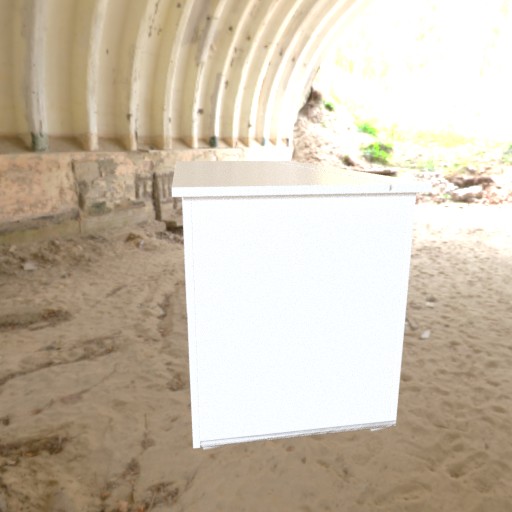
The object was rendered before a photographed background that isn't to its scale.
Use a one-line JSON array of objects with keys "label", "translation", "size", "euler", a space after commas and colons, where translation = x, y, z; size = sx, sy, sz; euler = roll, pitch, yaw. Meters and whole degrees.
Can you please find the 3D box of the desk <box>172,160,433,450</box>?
[{"label": "desk", "translation": [0.000, 0.000, 1.950], "size": [0.670, 0.760, 1.580], "euler": [-2, 14, -9]}]
